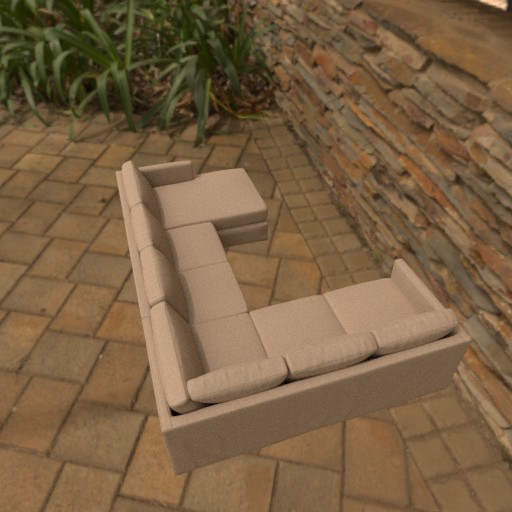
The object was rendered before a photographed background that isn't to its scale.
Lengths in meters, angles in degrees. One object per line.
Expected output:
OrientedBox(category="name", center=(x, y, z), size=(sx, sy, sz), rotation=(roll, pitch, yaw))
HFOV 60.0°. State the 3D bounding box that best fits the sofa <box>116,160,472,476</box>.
OrientedBox(category="sofa", center=(0.000, 0.000, 4.542), size=(2.427, 0.882, 3.460), rotation=(-12, 43, -14))
